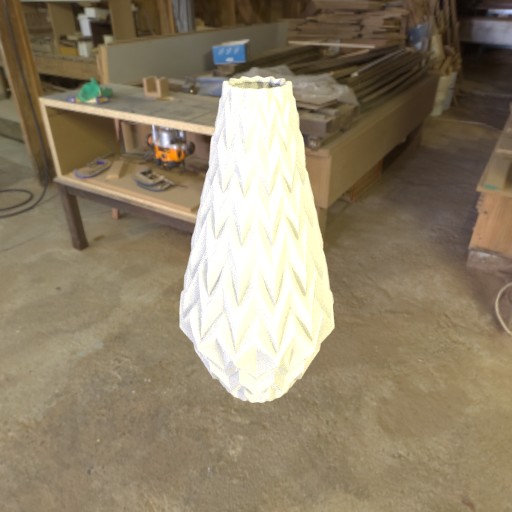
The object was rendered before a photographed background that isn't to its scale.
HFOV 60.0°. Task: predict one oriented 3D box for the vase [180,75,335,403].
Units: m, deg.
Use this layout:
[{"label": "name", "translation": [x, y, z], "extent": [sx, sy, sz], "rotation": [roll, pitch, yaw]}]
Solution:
[{"label": "vase", "translation": [0.000, 0.000, 0.440], "extent": [0.167, 0.328, 0.167], "rotation": [0, 32, 0]}]
